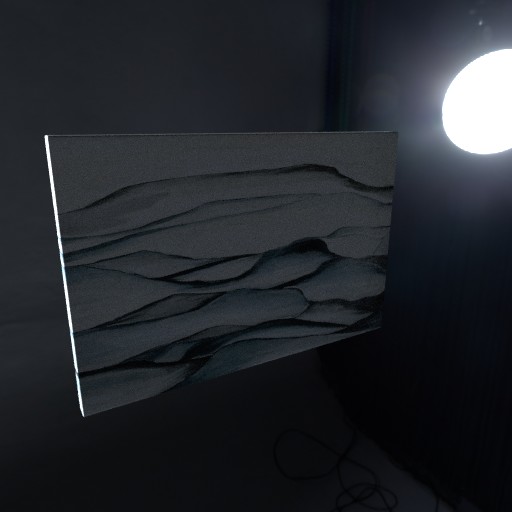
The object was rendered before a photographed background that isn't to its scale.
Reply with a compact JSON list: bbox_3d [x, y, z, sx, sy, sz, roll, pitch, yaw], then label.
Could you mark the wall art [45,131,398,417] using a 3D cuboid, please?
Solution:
[{"bbox_3d":[0.000,0.000,1.140,0.914,0.609,0.039,-9,19,-29],"label":"wall art"}]
